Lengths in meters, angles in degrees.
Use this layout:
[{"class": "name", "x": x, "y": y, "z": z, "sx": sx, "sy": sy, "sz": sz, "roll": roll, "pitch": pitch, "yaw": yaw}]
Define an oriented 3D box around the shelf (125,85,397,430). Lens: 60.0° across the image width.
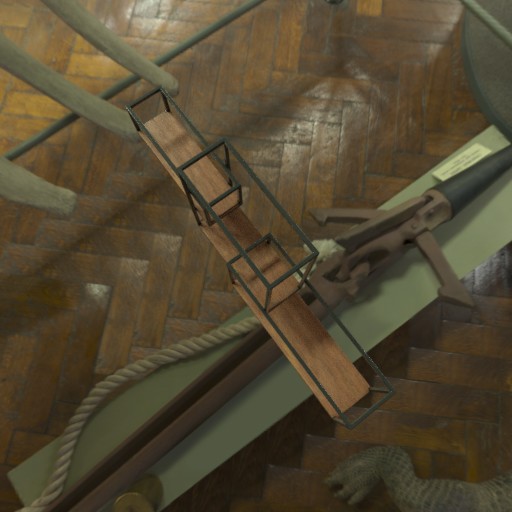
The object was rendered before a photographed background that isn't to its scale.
[{"class": "shelf", "x": 0.000, "y": 0.000, "z": 2.154, "sx": 0.275, "sy": 0.972, "sz": 1.781, "roll": -36, "pitch": 77, "yaw": -9}]
